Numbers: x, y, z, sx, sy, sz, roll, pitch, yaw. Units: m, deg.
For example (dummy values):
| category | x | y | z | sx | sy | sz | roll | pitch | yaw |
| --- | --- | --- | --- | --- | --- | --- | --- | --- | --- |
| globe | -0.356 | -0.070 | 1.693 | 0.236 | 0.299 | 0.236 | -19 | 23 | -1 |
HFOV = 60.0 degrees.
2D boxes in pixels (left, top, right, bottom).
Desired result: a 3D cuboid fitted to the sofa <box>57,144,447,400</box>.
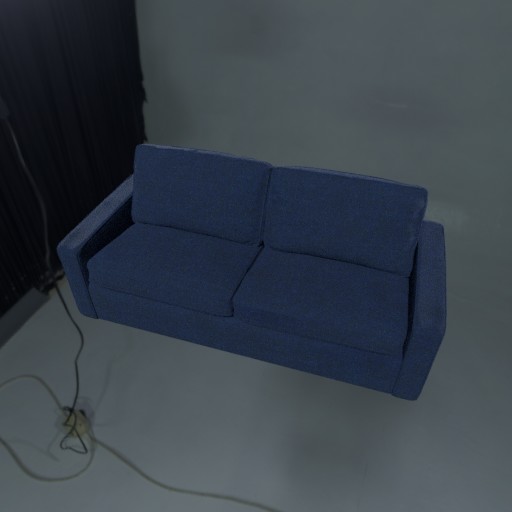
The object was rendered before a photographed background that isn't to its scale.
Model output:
| category | x | y | z | sx | sy | sz | roll | pitch | yaw |
| --- | --- | --- | --- | --- | --- | --- | --- | --- | --- |
| sofa | 0.000 | 0.000 | 2.621 | 2.080 | 0.919 | 0.940 | 11 | 42 | 13 |
